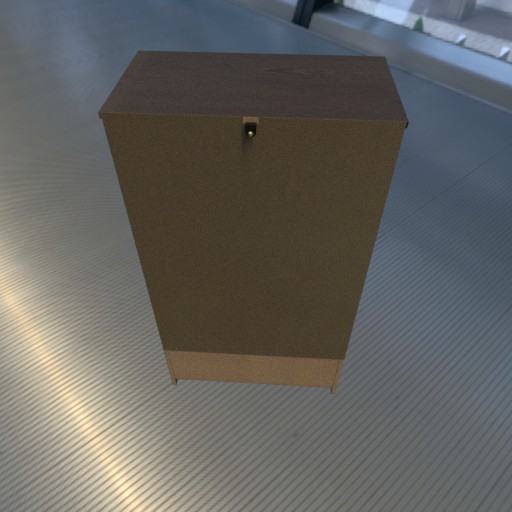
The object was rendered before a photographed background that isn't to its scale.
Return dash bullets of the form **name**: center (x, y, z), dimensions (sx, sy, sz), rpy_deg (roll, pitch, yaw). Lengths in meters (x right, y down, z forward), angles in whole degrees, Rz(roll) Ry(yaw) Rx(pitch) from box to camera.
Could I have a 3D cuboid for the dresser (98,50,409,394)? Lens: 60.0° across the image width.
- **dresser**: center (0.000, 0.000, 1.572), dimensions (0.704, 1.254, 0.418), rpy_deg (3, 45, 3)
